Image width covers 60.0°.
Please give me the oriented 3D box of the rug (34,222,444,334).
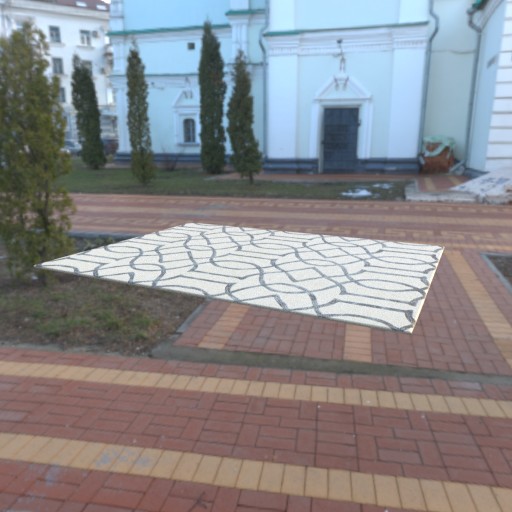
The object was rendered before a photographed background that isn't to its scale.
[{"bbox_3d":[0.000,0.000,3.889,2.910,0.021,2.211,7,16,26],"label":"rug"}]
